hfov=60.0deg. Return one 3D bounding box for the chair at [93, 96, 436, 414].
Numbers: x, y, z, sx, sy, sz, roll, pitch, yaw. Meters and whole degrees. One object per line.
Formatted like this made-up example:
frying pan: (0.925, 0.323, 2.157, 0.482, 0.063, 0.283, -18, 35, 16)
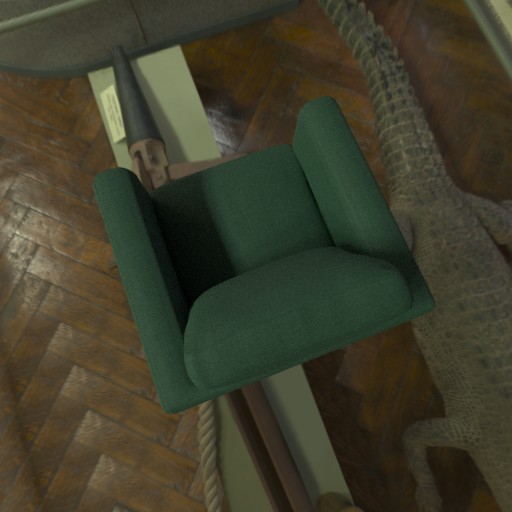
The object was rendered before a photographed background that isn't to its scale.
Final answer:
chair: (0.000, 0.000, 1.574, 0.855, 0.927, 0.800, -20, 76, -5)
